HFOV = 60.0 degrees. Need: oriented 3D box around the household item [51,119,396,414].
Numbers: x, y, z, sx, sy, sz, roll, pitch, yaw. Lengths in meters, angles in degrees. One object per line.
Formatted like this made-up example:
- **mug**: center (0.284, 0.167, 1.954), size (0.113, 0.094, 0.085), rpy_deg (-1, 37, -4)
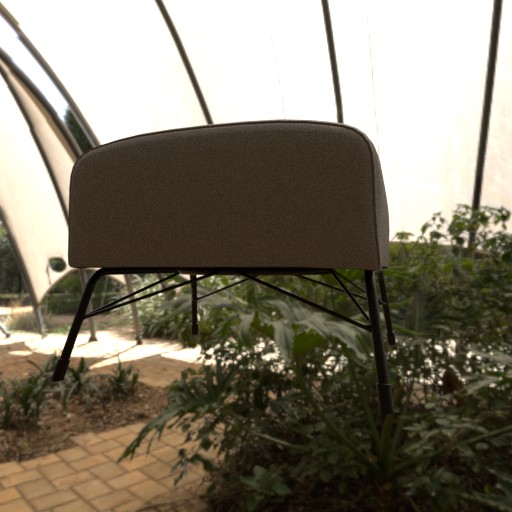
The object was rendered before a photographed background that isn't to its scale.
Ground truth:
- **household item**: center (0.000, 0.000, 0.887), size (0.530, 0.410, 0.530), rpy_deg (0, -1, 18)
